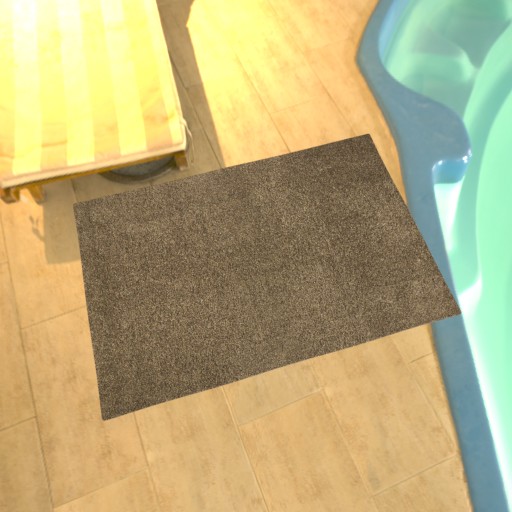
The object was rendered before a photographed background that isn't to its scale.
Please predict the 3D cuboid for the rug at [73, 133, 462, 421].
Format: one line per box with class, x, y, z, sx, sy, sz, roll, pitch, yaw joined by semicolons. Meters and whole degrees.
rug;0.000;0.000;3.544;2.699;0.026;1.802;-15;65;-7
